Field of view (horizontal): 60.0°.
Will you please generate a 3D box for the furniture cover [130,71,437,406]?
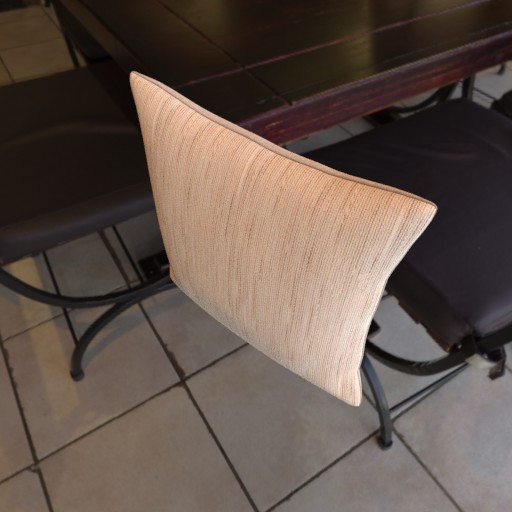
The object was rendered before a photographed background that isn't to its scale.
[{"bbox_3d":[0.000,0.000,0.771,0.512,0.506,0.178,31,55,25],"label":"furniture cover"}]
